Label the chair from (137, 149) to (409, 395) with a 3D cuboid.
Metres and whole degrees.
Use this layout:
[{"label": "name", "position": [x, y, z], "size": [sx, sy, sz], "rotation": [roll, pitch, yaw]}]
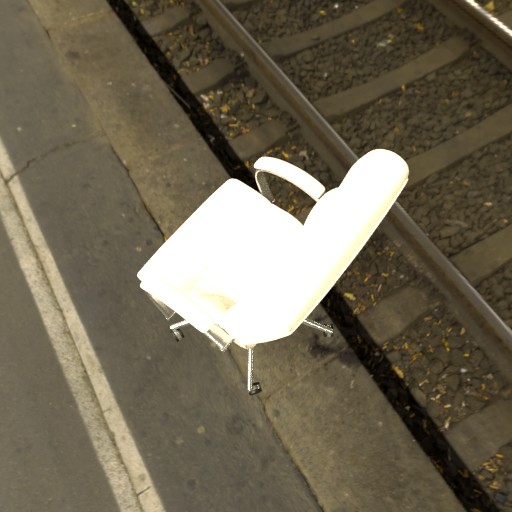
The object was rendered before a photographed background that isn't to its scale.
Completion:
[{"label": "chair", "position": [0.000, 0.000, 1.624], "size": [0.745, 1.099, 0.727], "rotation": [35, 69, 16]}]
